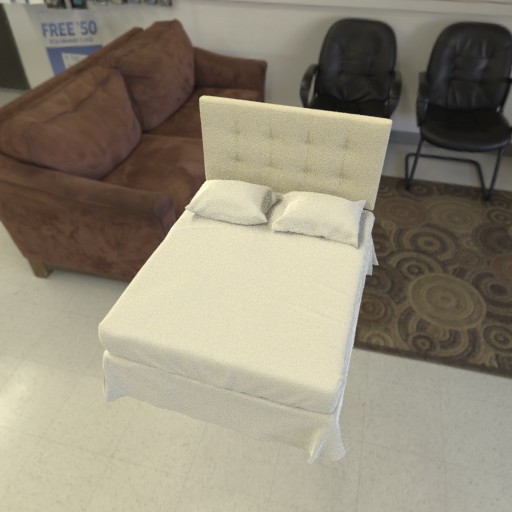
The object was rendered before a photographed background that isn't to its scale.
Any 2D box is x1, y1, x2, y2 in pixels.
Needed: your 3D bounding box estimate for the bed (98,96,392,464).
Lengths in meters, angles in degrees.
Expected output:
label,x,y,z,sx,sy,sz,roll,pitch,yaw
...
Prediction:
label,x,y,z,sx,sy,sz,roll,pitch,yaw
bed,0.000,0.000,3.455,1.936,1.577,2.222,12,43,13
